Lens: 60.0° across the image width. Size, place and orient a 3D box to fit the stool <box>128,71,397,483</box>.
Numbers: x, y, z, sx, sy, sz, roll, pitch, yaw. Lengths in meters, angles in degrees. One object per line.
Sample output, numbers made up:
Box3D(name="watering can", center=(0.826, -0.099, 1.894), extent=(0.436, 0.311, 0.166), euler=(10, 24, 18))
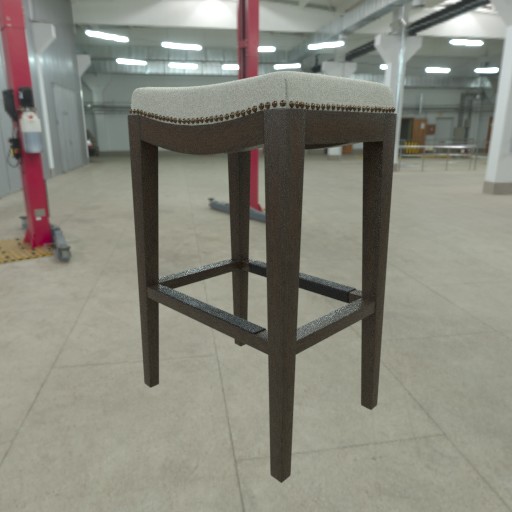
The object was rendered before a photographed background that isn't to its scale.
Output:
Box3D(name="stool", center=(0.000, 0.000, 1.049), extent=(0.498, 0.759, 0.358), euler=(15, 22, 43))
